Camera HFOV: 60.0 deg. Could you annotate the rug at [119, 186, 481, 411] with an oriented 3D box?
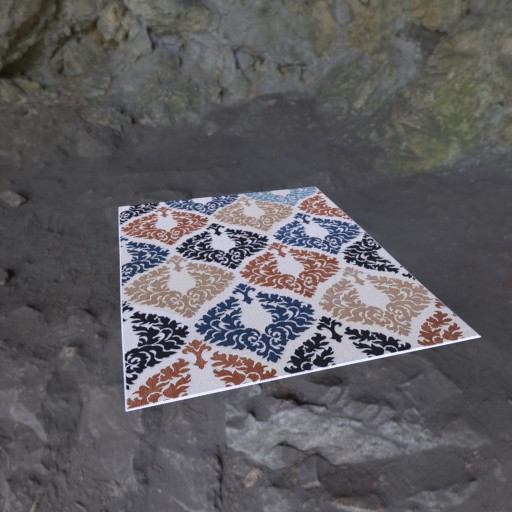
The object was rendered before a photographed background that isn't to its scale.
[{"bbox_3d":[0.000,0.000,4.084,2.423,0.014,3.040,-8,31,-14],"label":"rug"}]
